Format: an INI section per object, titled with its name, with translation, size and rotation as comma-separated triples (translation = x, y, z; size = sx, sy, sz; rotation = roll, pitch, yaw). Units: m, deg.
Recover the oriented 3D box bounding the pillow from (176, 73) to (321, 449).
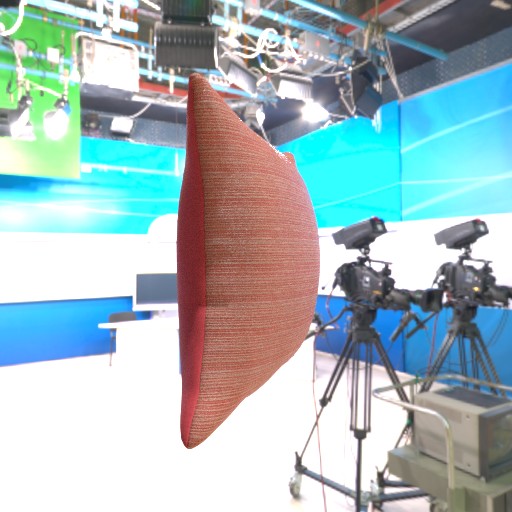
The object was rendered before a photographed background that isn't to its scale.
[pillow]
translation = 0.000, 0.000, 0.834
size = 0.229, 0.501, 0.559
rotation = 0, 0, 18
